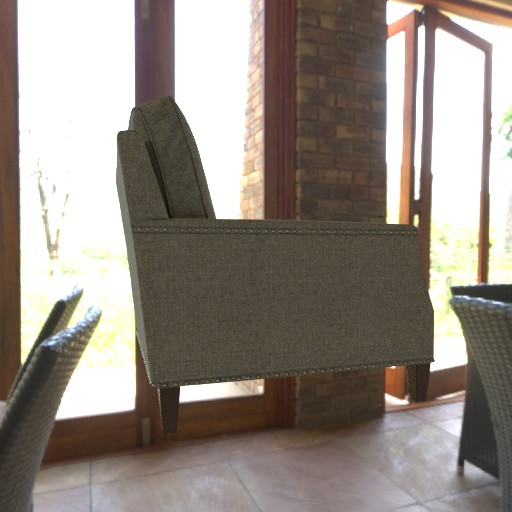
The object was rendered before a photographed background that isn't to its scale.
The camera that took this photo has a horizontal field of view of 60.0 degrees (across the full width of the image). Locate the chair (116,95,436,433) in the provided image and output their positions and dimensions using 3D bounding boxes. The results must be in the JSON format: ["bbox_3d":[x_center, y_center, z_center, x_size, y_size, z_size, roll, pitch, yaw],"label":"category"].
[{"bbox_3d":[0.000,0.000,1.687,1.014,0.943,0.853,0,1,-18],"label":"chair"}]
